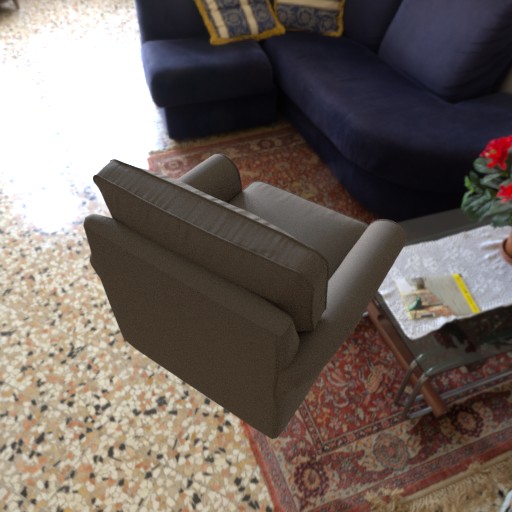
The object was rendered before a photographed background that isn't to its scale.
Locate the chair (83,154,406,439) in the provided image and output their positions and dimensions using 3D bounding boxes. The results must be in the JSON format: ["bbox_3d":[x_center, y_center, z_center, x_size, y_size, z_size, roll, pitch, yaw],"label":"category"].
[{"bbox_3d":[0.000,0.000,1.850,1.029,0.967,0.966,26,51,23],"label":"chair"}]
